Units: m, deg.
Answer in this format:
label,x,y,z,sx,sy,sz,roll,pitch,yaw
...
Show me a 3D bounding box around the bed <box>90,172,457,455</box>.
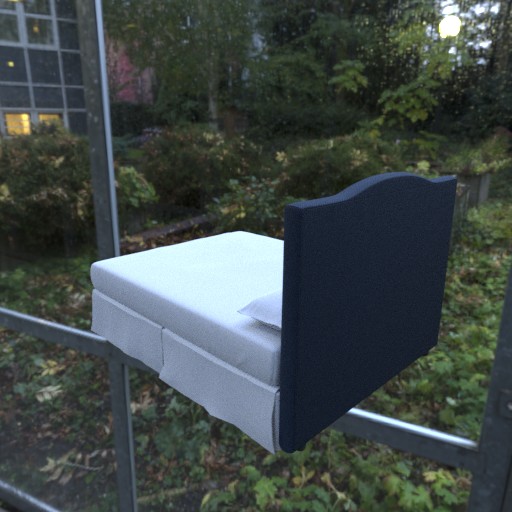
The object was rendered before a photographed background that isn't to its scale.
label,x,y,z,sx,sy,sz,roll,pitch,yaw
bed,0.000,0.000,3.459,1.821,1.436,2.282,-15,22,-42
